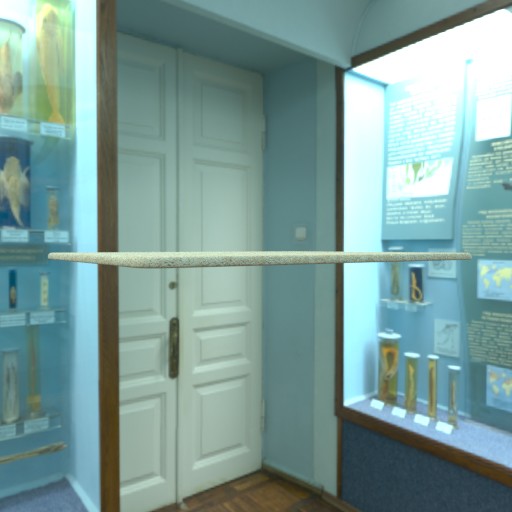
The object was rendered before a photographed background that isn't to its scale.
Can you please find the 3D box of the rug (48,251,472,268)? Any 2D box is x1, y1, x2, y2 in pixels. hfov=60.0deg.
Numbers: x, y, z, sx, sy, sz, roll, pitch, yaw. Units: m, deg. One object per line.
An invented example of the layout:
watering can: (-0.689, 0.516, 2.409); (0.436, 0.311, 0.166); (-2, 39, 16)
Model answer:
rug: (0.000, 0.000, 3.312); (2.528, 0.048, 2.009); (-1, 1, -35)
